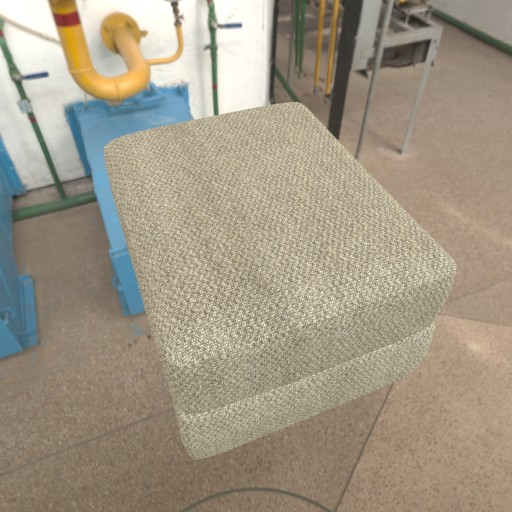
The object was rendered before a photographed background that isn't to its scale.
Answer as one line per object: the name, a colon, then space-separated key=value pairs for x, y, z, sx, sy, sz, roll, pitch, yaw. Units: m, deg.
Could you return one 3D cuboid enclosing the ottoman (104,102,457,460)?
ottoman: x=0.000 y=0.000 z=1.134 sx=0.603 sy=0.476 sz=0.751 roll=-16 pitch=49 yaw=-15
